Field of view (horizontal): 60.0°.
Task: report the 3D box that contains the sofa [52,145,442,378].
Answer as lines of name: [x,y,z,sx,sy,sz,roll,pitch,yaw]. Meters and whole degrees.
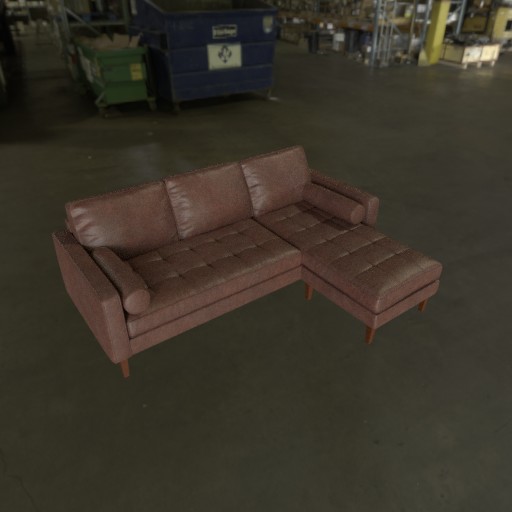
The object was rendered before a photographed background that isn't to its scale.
sofa: [0.000,0.000,2.982,2.185,0.841,1.613,-21,38,-30]
